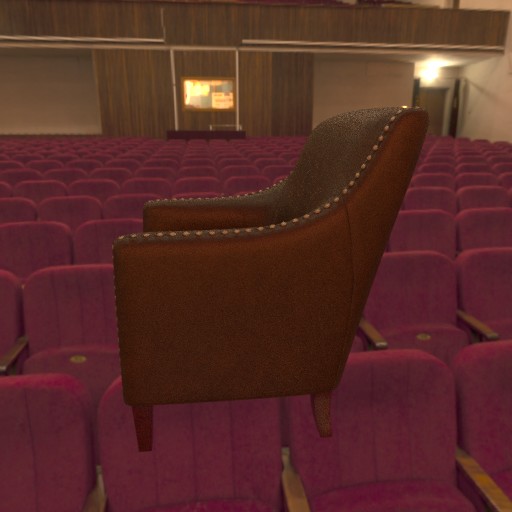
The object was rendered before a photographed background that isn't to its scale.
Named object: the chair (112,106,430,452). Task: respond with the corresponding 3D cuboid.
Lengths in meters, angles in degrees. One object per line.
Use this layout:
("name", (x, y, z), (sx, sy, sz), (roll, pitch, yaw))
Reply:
("chair", (0.000, 0.000, 1.289), (0.704, 0.813, 0.639), (-2, 15, -7))
